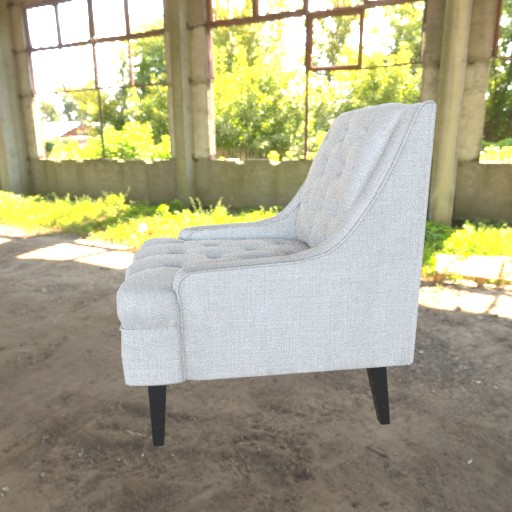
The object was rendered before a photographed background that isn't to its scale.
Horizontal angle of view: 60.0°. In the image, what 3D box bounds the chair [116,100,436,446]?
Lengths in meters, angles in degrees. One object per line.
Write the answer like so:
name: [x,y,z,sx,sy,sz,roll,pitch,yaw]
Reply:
chair: [0.000,0.000,1.383,0.772,0.891,0.658,-2,14,-8]
